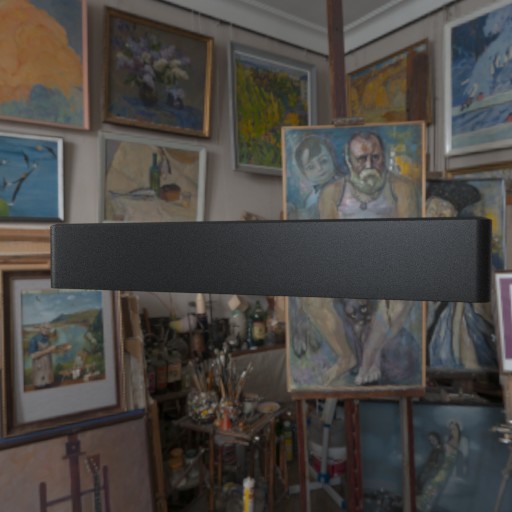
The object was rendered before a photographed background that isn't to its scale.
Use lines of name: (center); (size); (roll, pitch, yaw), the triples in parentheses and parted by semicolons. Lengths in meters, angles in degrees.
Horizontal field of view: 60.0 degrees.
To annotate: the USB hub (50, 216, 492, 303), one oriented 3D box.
USB hub: (0.000, 0.000, 0.158); (0.145, 0.023, 0.044); (0, 1, 17)
